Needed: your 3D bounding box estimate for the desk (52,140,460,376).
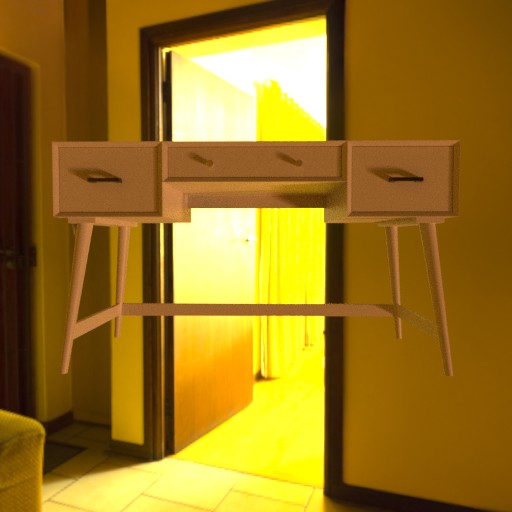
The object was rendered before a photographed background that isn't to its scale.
[{"bbox_3d":[0.000,0.000,1.715,1.313,0.762,0.589,0,2,1],"label":"desk"}]
